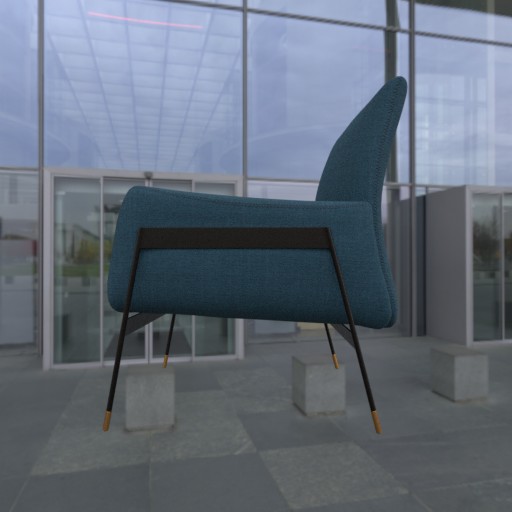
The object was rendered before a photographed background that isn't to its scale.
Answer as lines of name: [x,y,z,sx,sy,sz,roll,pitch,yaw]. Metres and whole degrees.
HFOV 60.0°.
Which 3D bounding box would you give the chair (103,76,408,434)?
chair: [0.000,0.000,1.391,0.769,0.859,0.678,0,0,1]
